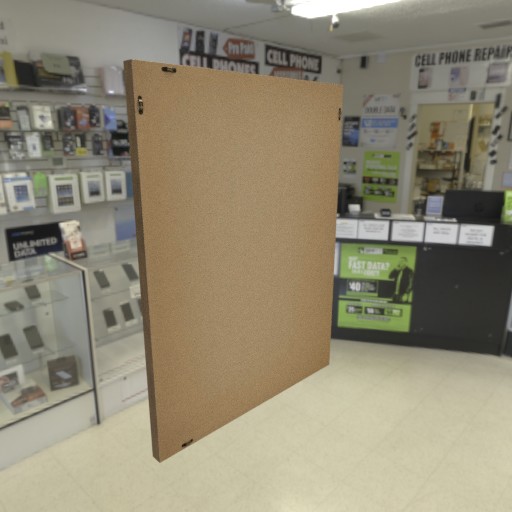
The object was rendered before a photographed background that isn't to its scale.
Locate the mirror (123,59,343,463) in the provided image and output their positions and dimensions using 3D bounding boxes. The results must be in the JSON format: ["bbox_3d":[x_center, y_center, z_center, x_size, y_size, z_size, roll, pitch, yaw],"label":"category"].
[{"bbox_3d":[0.000,0.000,1.337,0.762,1.016,0.041,-15,21,-42],"label":"mirror"}]
